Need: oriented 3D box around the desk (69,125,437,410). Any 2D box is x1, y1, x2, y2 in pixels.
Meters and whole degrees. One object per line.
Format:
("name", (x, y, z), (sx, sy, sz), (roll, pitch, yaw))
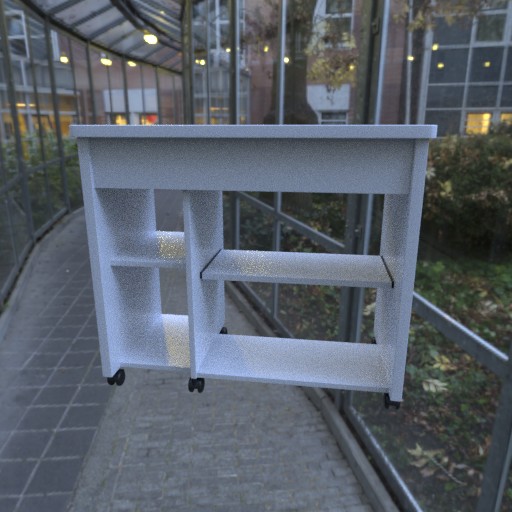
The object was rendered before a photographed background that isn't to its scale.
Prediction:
("desk", (0.000, 0.000, 1.348), (0.877, 0.763, 0.475), (2, 17, 8))
